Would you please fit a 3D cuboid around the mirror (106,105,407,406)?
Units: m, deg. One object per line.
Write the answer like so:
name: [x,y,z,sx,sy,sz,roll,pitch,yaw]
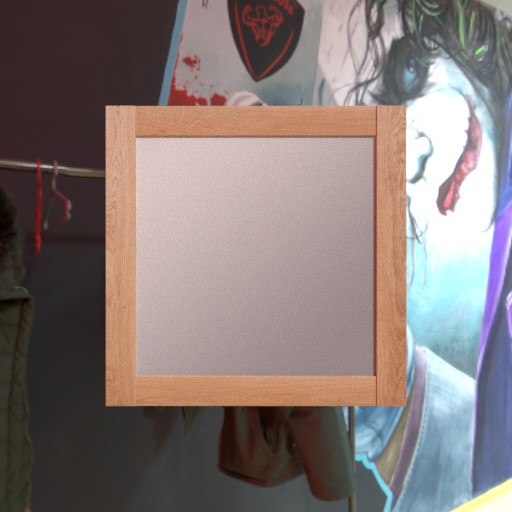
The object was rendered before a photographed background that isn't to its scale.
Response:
mirror: [0.000,0.000,1.189,0.800,0.800,0.020,0,0,0]
